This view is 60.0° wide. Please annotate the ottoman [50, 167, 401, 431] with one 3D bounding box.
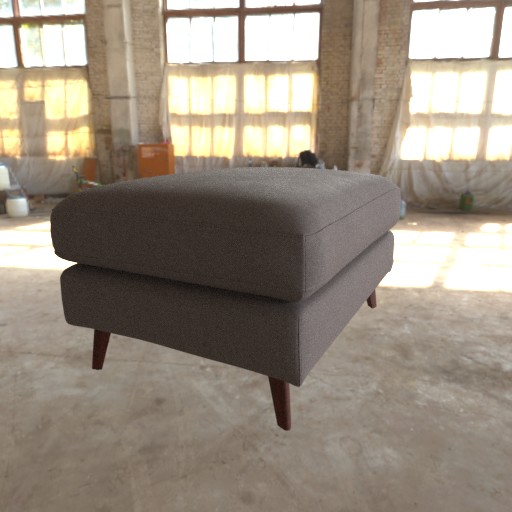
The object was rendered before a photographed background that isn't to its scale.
[{"bbox_3d":[0.000,0.000,1.167,0.608,0.449,0.811,7,16,26],"label":"ottoman"}]
